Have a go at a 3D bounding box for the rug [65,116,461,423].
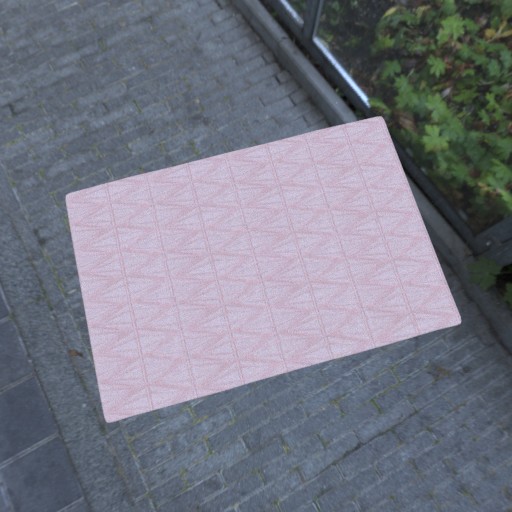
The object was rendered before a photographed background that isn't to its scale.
[{"bbox_3d":[0.000,0.000,3.035,2.390,0.015,1.609,-15,76,-4],"label":"rug"}]
